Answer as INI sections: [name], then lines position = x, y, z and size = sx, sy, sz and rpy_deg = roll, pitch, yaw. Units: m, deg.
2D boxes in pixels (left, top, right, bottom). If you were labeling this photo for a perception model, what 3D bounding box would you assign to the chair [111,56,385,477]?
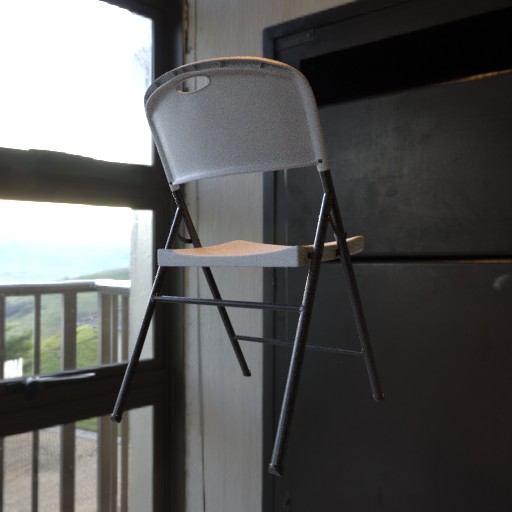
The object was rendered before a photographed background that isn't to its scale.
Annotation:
[chair]
position = 0.000, 0.000, 1.163
size = 0.494, 0.810, 0.566
rpy_deg = -1, -1, 35
